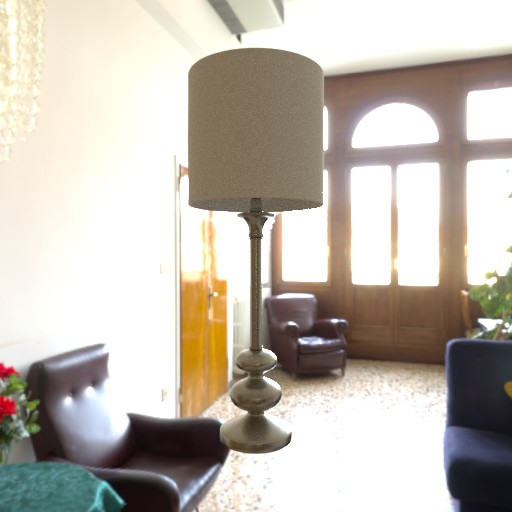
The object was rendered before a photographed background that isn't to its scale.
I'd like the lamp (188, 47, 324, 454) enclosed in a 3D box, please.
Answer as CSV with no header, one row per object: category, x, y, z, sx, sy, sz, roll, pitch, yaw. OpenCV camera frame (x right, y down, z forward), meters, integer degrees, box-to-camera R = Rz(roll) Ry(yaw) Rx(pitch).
lamp,0.000,0.000,0.835,0.254,0.690,0.254,0,0,-19
